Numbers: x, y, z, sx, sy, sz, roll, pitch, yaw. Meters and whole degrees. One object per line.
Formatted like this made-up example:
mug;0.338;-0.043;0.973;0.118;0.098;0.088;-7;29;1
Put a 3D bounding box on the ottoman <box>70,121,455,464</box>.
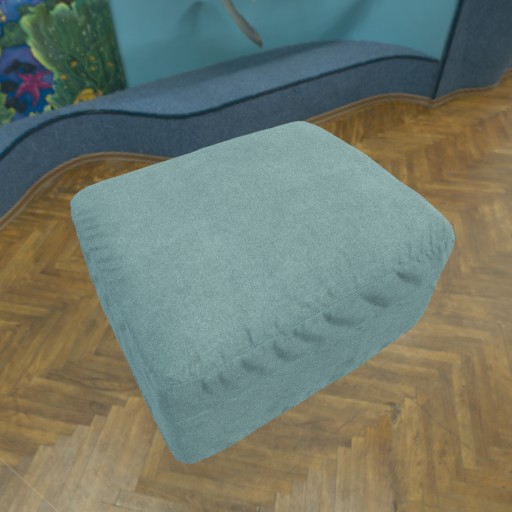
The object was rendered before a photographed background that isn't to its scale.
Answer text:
ottoman;0.000;0.000;1.238;0.837;0.481;0.683;-24;50;-22
